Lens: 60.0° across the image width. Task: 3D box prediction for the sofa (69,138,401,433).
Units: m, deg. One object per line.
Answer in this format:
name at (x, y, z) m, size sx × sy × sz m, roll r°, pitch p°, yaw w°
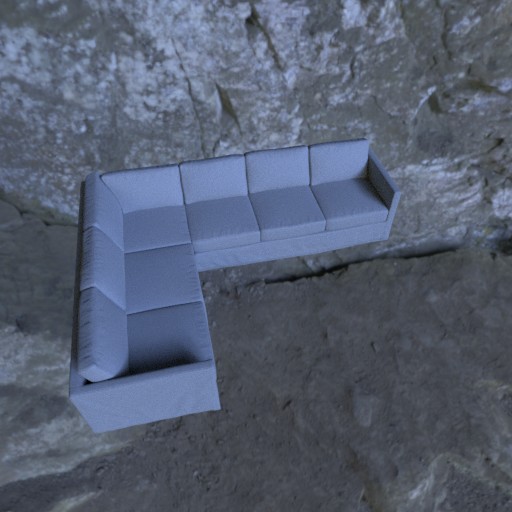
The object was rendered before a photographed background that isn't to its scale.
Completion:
sofa at (0.000, 0.000, 4.220) m, size 3.182 × 0.871 × 2.432 m, roll -10°, pitch 48°, yaw -9°
